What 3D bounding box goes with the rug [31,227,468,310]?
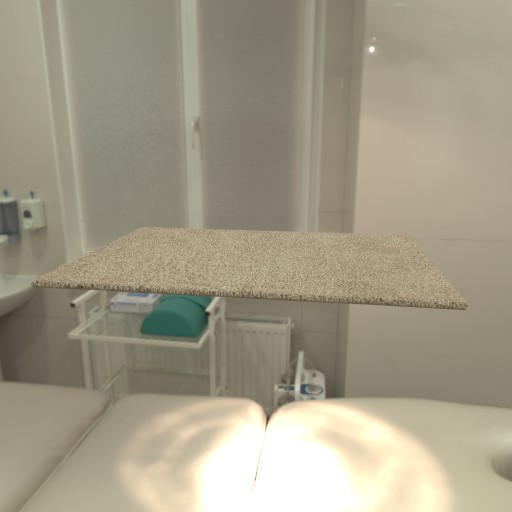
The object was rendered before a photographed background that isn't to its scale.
[{"bbox_3d":[0.000,0.000,2.348,1.778,0.030,1.219,2,15,8],"label":"rug"}]
